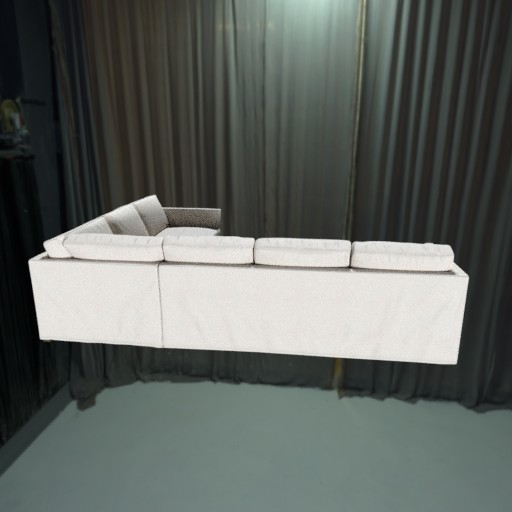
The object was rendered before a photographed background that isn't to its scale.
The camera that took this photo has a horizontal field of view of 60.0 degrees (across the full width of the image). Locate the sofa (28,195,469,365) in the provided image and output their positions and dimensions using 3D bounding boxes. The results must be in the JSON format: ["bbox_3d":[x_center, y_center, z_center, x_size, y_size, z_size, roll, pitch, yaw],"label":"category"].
[{"bbox_3d":[0.000,0.000,4.357,3.182,0.871,2.432,2,16,7],"label":"sofa"}]
